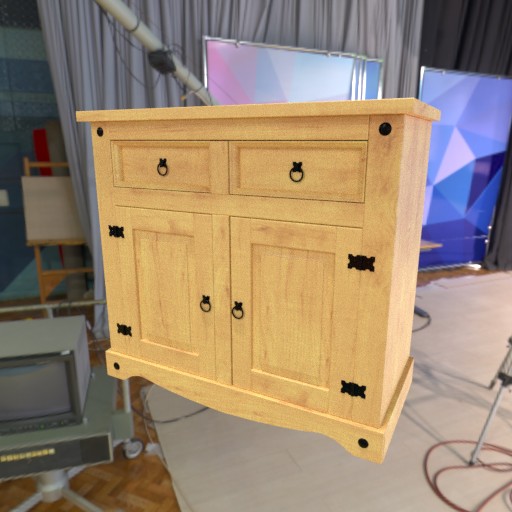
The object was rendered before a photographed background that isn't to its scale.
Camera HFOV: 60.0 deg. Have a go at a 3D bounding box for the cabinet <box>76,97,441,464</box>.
[{"bbox_3d":[0.000,0.000,1.349,0.920,0.840,0.450,8,17,27],"label":"cabinet"}]
